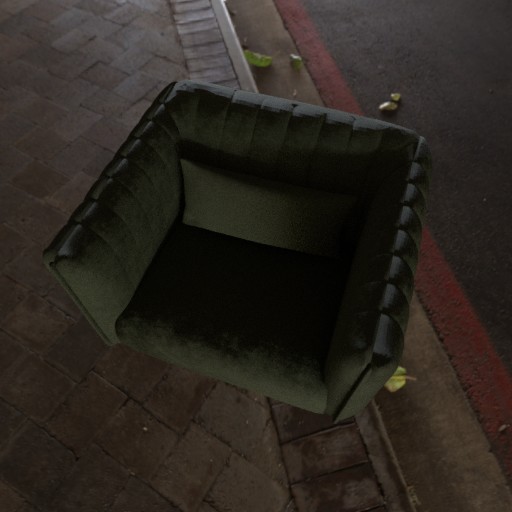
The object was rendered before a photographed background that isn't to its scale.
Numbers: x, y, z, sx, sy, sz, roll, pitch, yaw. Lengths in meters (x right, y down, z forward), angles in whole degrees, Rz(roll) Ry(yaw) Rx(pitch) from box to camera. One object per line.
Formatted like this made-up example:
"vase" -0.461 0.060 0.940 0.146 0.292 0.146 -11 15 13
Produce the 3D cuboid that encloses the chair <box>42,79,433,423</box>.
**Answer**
"chair" 0.000 0.000 1.626 1.032 0.794 0.877 16 59 10
